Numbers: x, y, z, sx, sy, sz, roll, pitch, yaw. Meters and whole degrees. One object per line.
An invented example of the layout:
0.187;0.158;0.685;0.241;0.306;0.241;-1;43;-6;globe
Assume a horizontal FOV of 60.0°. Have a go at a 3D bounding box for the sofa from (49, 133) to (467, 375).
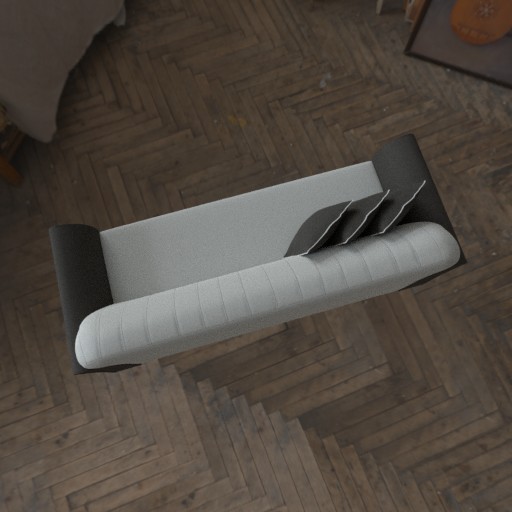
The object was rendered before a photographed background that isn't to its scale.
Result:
0.000;0.000;2.434;2.001;0.787;0.755;-15;76;-4;sofa
